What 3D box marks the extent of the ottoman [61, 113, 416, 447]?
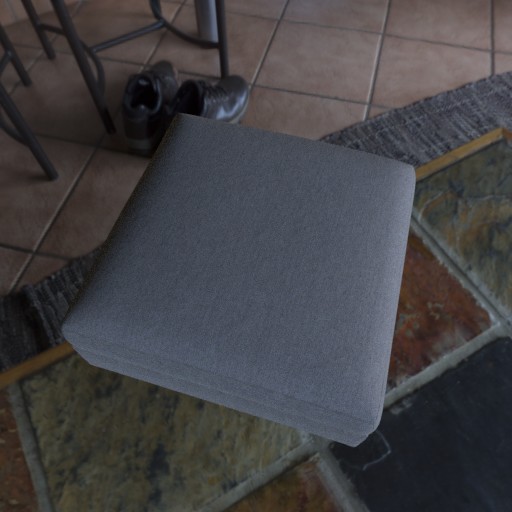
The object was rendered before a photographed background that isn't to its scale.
[{"bbox_3d":[0.000,0.000,1.658,1.041,0.470,1.041,14,60,8],"label":"ottoman"}]
